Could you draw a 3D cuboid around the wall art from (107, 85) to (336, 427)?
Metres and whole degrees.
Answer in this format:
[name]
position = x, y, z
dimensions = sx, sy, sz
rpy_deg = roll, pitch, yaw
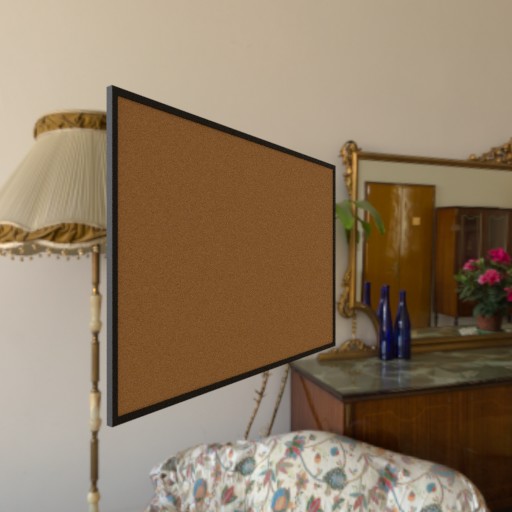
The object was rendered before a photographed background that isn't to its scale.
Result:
[wall art]
position = 0.000, 0.000, 0.864
dimensions = 0.013, 0.458, 0.664
rpy_deg = 0, 0, 36
